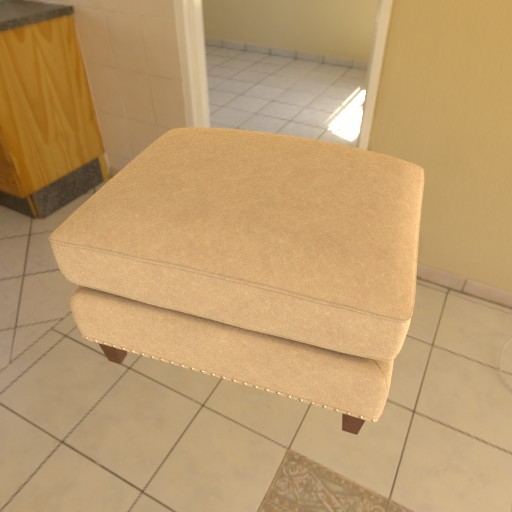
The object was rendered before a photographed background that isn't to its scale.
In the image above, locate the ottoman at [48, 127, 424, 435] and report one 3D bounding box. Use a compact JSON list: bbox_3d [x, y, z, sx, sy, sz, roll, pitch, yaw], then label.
[{"bbox_3d":[0.000,0.000,1.143,0.741,0.513,0.584,12,41,14],"label":"ottoman"}]
